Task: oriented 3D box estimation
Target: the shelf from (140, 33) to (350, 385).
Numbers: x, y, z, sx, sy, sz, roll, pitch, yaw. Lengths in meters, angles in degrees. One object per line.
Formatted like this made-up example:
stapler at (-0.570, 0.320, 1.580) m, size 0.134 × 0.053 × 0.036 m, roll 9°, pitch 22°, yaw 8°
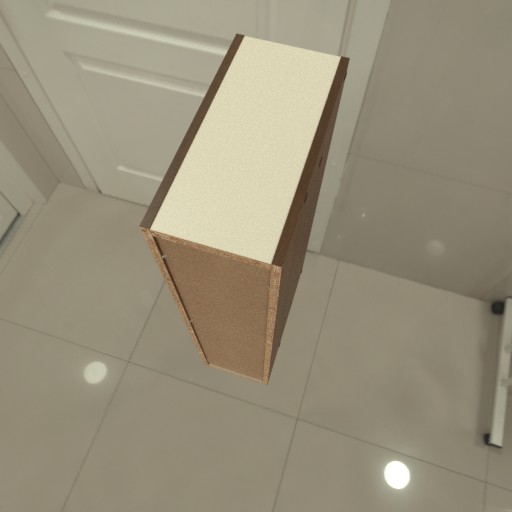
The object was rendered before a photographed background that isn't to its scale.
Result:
shelf at (0.000, 0.000, 0.748) m, size 0.147 × 0.600 × 0.290 m, roll 16°, pitch 65°, yaw 8°
